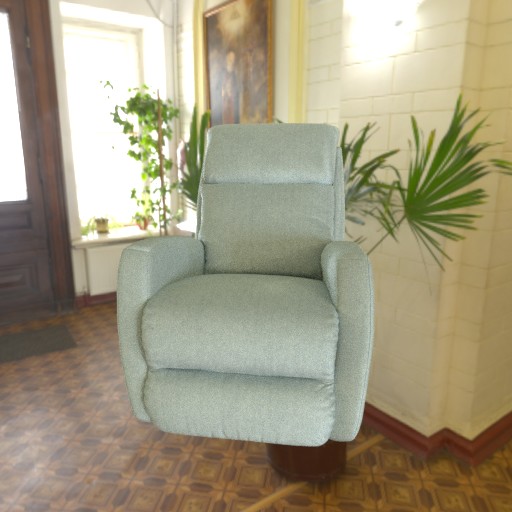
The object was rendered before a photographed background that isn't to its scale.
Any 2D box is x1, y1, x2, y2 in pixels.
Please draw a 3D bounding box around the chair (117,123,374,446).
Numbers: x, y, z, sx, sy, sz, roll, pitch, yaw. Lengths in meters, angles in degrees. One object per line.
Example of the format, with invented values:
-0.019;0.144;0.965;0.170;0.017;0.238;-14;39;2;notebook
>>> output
0.000;0.000;1.688;0.812;1.013;0.940;2;13;8;chair
